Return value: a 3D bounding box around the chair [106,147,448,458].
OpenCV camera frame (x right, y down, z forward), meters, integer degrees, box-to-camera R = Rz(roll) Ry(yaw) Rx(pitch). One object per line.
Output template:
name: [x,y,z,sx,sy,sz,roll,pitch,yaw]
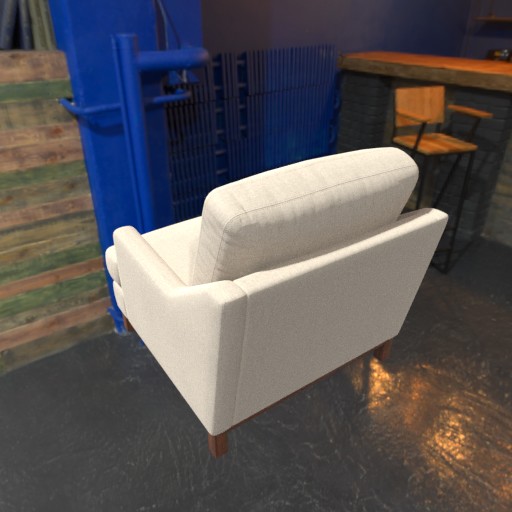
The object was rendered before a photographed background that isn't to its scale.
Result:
chair: [0.000,0.000,1.725,0.912,0.916,1.001,-19,34,-30]
